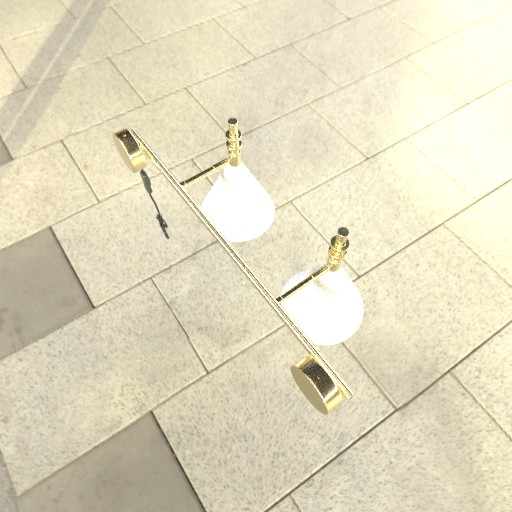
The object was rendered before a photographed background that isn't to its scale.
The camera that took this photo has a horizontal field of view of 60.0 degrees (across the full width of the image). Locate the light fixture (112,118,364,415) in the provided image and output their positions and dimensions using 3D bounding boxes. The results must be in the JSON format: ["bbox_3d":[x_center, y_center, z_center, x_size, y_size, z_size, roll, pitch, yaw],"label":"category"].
[{"bbox_3d":[0.000,0.000,0.874,0.239,0.468,0.642,-32,64,-18],"label":"light fixture"}]
